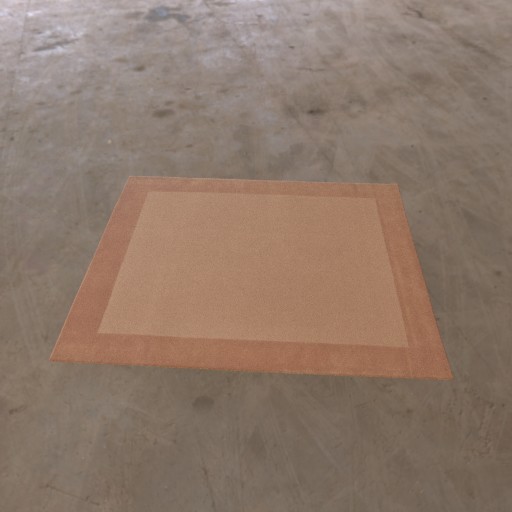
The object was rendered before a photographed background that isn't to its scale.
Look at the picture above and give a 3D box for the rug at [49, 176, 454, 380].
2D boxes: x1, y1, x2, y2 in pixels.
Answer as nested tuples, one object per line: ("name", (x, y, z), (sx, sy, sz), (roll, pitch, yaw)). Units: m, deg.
("rug", (0.000, 0.000, 4.177), (3.057, 0.021, 2.431), (2, 45, 2))
